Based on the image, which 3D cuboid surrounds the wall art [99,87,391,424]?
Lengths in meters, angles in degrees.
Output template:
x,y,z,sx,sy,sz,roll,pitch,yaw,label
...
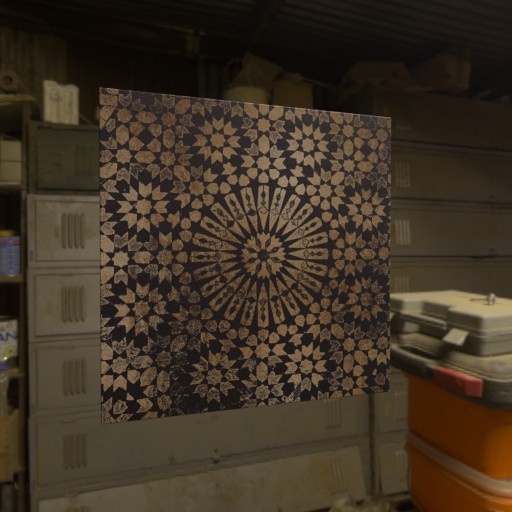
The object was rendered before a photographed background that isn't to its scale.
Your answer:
x,y,z,sx,sy,sz,roll,pitch,yaw,label
0.000,0.000,0.611,0.405,0.405,0.038,0,1,-18,wall art
